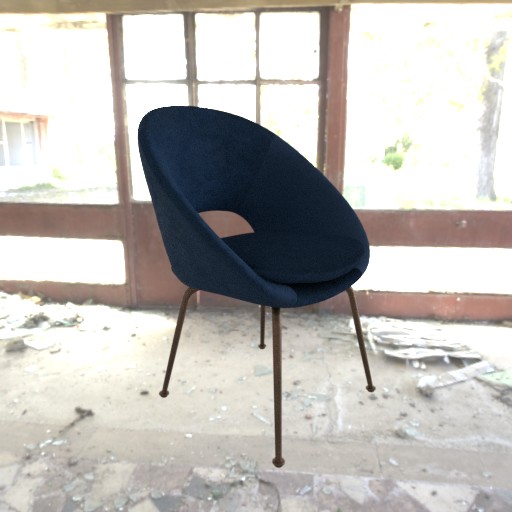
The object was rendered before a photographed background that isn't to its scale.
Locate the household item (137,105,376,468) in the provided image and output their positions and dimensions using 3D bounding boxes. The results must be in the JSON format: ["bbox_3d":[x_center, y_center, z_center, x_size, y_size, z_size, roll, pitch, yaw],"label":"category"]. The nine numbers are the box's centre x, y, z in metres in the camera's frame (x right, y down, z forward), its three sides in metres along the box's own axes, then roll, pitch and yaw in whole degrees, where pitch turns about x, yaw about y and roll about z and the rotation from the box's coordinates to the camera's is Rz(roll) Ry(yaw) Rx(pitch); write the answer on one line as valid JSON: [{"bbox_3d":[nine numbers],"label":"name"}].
[{"bbox_3d":[0.000,0.000,1.276,0.573,0.852,0.623,12,18,41],"label":"household item"}]
